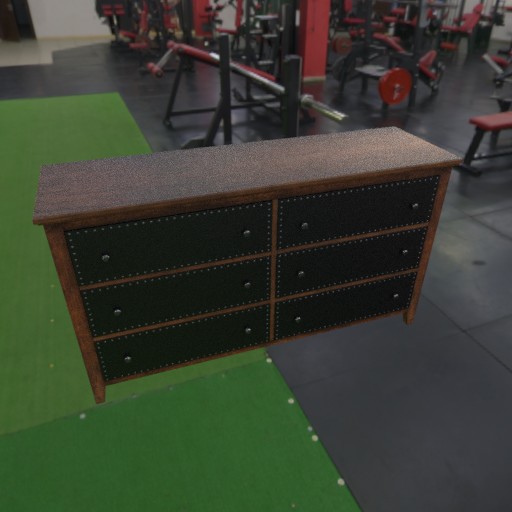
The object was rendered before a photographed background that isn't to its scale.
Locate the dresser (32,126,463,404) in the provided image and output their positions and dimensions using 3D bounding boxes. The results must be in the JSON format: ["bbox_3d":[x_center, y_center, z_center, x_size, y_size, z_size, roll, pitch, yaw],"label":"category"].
[{"bbox_3d":[0.000,0.000,1.923,1.551,0.856,0.463,-10,34,-16],"label":"dresser"}]
